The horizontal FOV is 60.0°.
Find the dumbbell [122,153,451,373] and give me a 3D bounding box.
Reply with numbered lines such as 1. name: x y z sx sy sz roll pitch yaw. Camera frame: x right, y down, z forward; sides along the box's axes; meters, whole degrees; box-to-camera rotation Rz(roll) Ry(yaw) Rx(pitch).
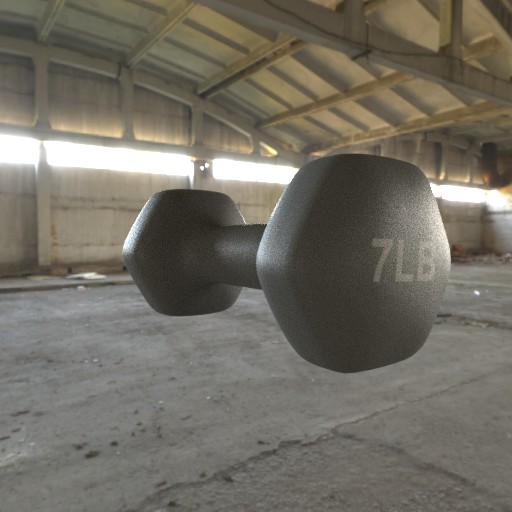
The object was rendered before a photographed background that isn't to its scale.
1. dumbbell: 0.000 0.000 0.232 0.090 0.081 0.184 -2 3 -35
